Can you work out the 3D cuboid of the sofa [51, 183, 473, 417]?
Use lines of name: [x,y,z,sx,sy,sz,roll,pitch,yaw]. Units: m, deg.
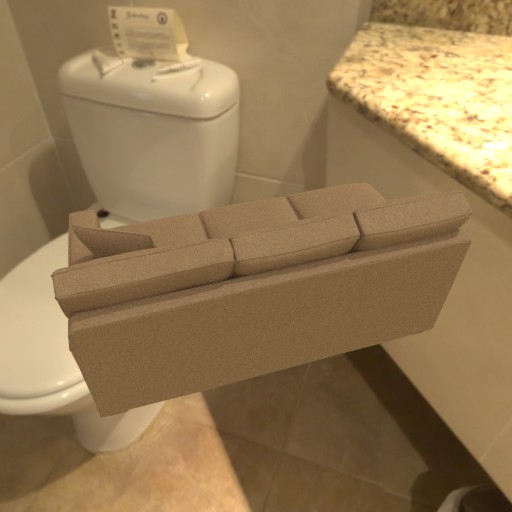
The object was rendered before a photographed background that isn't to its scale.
sofa: [0.000,0.000,2.528,1.963,0.946,1.034,-12,44,-12]
